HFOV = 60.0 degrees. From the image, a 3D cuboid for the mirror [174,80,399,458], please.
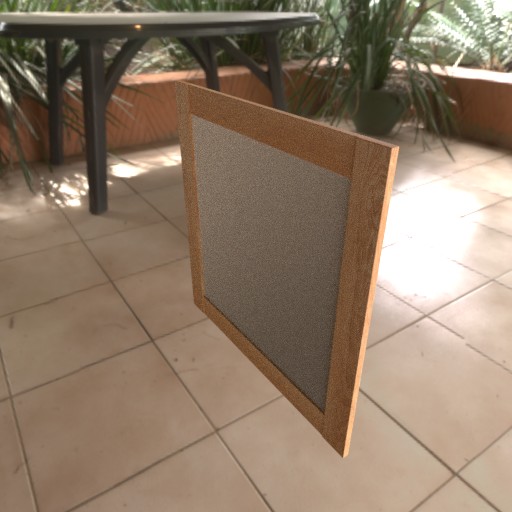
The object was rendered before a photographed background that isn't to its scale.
[{"bbox_3d":[0.000,0.000,1.210,0.020,0.800,0.800,-20,36,-30],"label":"mirror"}]
